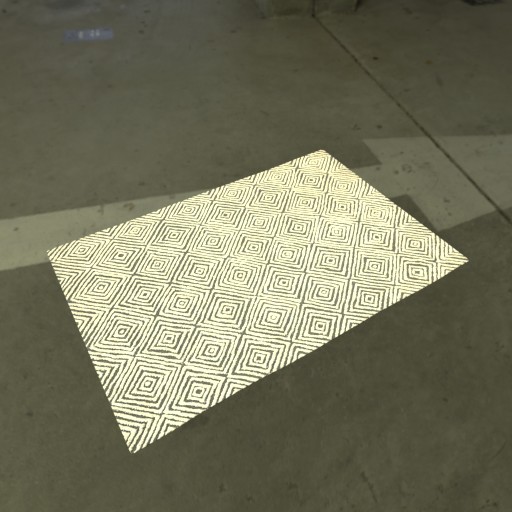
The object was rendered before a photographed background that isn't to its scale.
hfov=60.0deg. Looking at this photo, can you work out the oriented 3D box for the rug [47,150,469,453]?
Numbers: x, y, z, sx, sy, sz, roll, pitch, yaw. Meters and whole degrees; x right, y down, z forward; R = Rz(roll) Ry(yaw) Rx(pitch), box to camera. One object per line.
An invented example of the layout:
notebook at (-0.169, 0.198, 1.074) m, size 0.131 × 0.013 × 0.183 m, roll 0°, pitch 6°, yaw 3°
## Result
rug at (0.000, 0.000, 2.204) m, size 1.750 × 0.004 × 1.177 m, roll -24°, pitch 51°, yaw -22°
